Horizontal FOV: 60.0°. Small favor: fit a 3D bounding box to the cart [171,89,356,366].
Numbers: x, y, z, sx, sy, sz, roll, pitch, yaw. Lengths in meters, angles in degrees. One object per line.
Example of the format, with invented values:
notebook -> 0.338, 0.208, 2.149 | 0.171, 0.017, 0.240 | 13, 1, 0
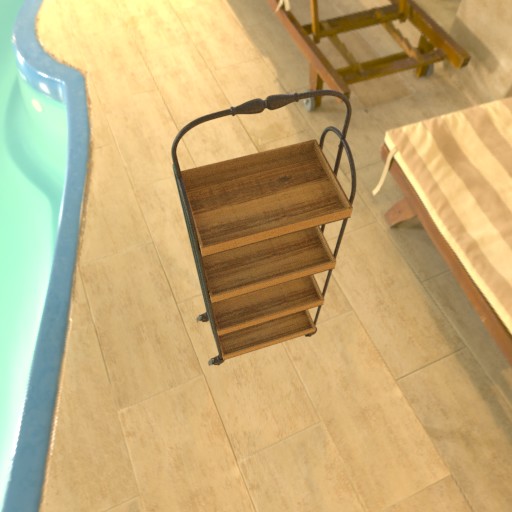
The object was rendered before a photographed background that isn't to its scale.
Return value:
cart -> 0.000, 0.000, 1.720 | 0.581, 1.481, 0.308 | -15, 60, -9
